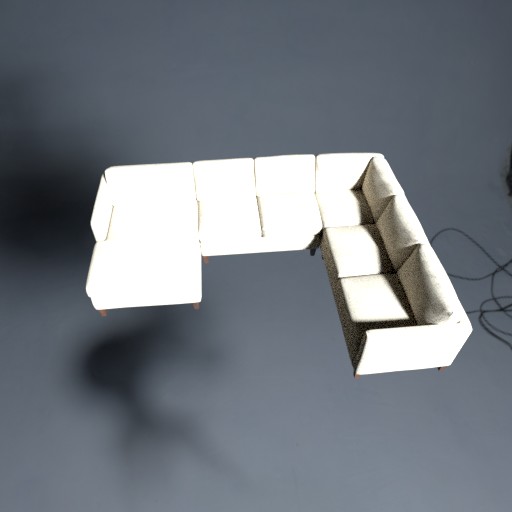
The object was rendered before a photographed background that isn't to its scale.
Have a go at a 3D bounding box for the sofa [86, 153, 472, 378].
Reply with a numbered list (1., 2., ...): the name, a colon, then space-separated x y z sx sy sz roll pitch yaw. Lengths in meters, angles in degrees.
1. sofa: 0.000 0.000 4.657 3.460 0.959 2.593 -4 46 -4
